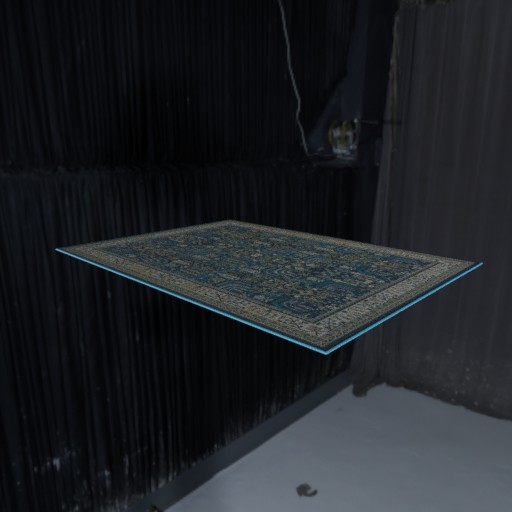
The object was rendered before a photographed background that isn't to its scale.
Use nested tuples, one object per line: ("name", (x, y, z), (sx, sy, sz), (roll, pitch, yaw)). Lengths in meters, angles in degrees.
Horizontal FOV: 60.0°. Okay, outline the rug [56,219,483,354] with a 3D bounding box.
("rug", (0.000, 0.000, 3.891), (3.044, 0.015, 2.226), (13, 20, 42))
